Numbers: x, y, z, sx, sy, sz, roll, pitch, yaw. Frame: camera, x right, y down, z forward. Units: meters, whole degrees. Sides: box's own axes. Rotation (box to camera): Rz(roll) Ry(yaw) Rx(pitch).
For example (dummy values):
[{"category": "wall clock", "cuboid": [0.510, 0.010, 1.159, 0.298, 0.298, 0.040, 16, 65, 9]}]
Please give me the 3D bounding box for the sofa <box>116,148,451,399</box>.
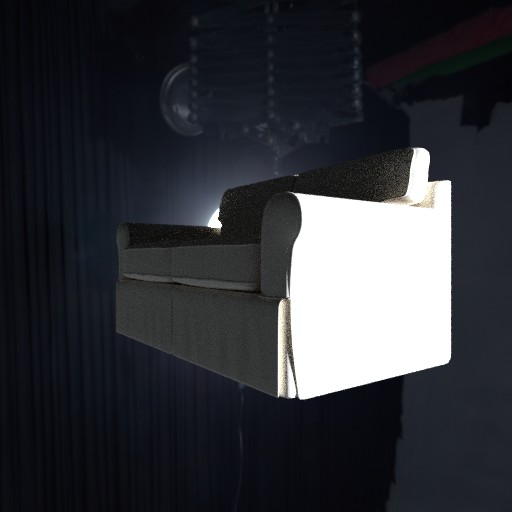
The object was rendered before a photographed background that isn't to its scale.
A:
[{"category": "sofa", "cuboid": [0.000, 0.000, 2.336, 0.991, 0.940, 1.727, 0, 0, -36]}]
